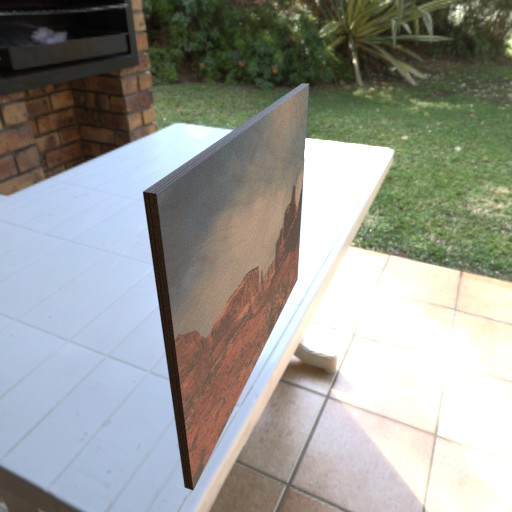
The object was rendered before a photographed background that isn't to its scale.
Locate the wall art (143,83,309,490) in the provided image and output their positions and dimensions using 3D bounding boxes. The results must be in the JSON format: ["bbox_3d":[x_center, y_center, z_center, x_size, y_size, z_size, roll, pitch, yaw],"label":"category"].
[{"bbox_3d":[0.000,0.000,0.665,0.013,0.406,0.508,10,33,17],"label":"wall art"}]
